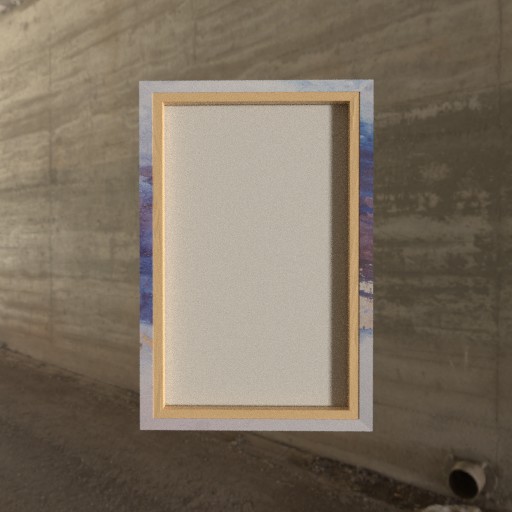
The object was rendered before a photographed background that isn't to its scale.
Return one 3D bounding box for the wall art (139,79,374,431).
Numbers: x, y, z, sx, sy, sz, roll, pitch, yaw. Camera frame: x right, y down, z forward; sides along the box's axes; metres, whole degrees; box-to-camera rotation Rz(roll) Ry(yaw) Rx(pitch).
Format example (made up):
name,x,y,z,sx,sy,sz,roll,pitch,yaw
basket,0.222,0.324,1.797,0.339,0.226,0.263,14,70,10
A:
name,x,y,z,sx,sy,sz,roll,pitch,yaw
wall art,0.000,0.000,1.130,0.583,0.874,0.048,0,1,1
